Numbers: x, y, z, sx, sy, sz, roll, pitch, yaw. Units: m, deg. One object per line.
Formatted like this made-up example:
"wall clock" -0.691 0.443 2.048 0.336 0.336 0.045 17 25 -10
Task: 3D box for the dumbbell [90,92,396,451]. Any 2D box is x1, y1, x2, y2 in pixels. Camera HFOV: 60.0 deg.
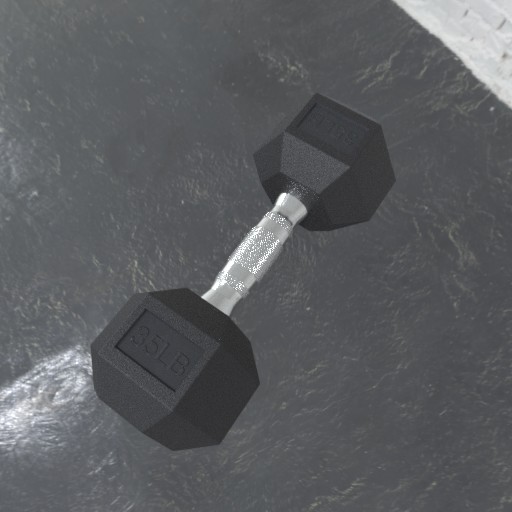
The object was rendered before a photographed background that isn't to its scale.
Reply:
"dumbbell" 0.000 0.000 0.424 0.141 0.123 0.356 32 70 13
